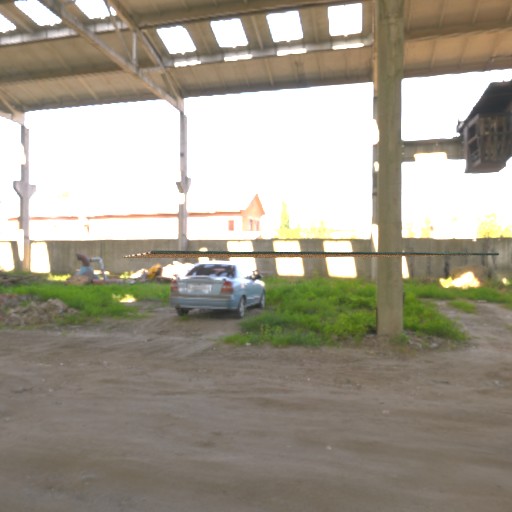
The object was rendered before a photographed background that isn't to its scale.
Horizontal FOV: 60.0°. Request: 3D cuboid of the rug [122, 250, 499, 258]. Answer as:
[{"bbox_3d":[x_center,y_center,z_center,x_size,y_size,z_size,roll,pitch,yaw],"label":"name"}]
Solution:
[{"bbox_3d":[0.000,0.000,2.242,1.221,0.009,1.825,0,-1,-19],"label":"rug"}]
